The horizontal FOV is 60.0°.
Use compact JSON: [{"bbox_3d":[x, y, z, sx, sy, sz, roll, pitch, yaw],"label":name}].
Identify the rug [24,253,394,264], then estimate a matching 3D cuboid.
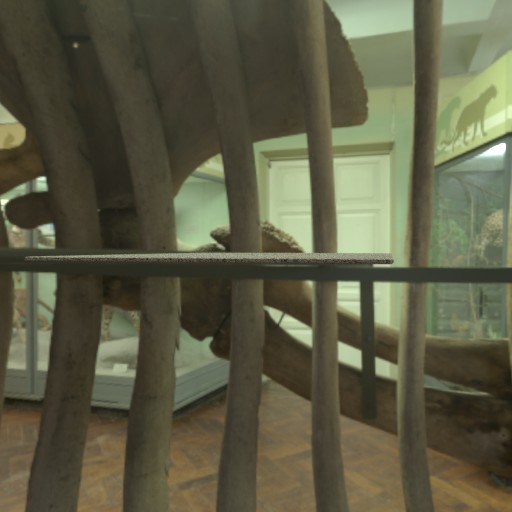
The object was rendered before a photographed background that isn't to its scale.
[{"bbox_3d":[0.000,0.000,4.149,2.438,0.029,3.047,0,1,17],"label":"rug"}]
